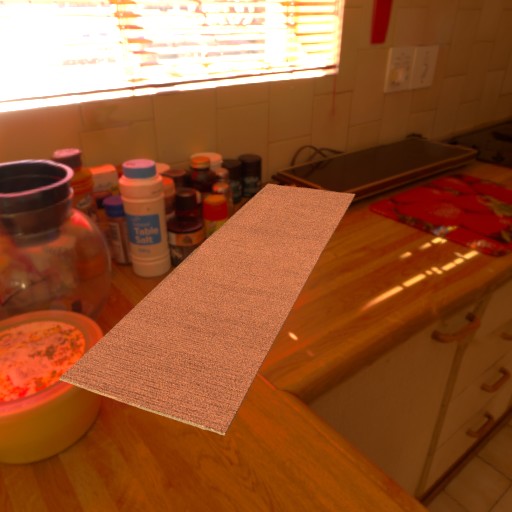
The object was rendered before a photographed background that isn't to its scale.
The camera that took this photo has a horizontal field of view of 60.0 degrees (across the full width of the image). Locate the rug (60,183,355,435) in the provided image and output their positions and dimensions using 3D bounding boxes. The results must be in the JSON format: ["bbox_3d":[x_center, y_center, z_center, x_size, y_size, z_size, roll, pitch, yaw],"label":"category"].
[{"bbox_3d":[0.000,0.000,2.503,0.692,0.032,2.320,11,31,19],"label":"rug"}]
